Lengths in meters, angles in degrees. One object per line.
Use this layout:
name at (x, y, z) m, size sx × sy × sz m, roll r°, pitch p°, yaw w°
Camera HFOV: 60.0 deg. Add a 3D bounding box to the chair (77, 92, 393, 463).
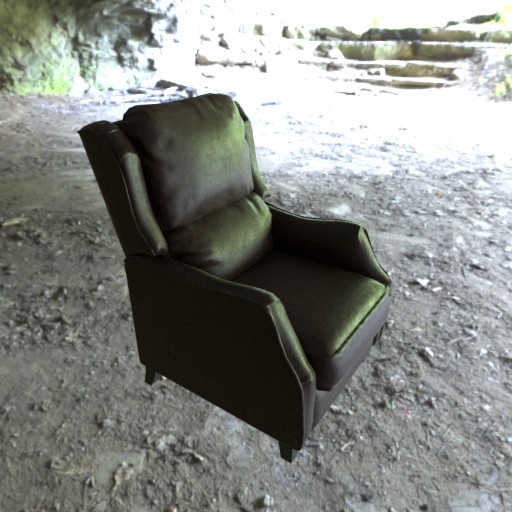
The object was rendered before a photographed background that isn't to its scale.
chair at (0.000, 0.000, 1.741) m, size 0.982 × 1.132 × 0.770 m, roll 18°, pitch 33°, yaw 30°
